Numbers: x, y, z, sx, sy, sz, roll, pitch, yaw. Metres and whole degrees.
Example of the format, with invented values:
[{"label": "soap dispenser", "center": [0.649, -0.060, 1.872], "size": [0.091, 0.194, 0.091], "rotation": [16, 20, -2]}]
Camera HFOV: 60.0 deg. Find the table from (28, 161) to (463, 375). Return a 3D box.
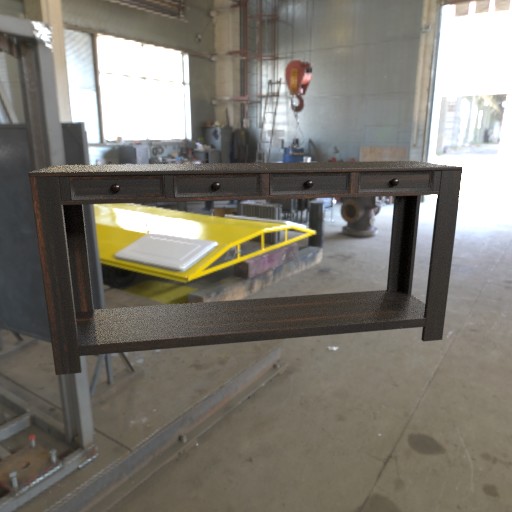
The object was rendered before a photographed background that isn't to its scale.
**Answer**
[{"label": "table", "center": [0.000, 0.000, 1.908], "size": [1.631, 0.762, 0.384], "rotation": [-3, 16, -10]}]
